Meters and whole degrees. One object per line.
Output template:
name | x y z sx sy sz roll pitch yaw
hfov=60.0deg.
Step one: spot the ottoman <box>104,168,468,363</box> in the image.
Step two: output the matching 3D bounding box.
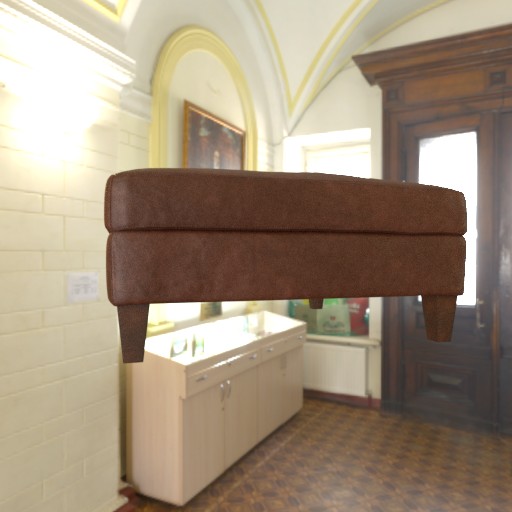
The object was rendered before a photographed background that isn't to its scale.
ottoman | 0.000 0.000 1.317 0.844 0.415 0.836 0 0 -17
